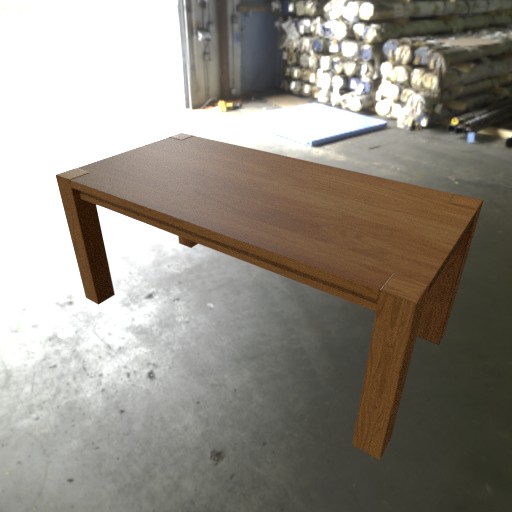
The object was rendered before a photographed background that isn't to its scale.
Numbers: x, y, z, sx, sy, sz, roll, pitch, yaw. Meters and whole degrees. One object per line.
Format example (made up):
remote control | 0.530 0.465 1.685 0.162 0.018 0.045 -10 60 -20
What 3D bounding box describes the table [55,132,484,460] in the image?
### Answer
table | 0.000 0.000 2.262 1.800 0.760 0.900 20 37 29
